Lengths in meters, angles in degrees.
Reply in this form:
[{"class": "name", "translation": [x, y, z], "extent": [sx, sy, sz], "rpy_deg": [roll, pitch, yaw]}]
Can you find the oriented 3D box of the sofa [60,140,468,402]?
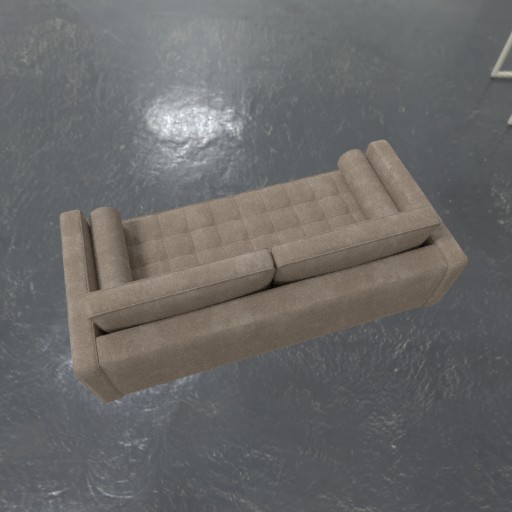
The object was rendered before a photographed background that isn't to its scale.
[{"class": "sofa", "translation": [0.000, 0.000, 2.342], "extent": [1.883, 0.769, 0.920], "rpy_deg": [-15, 58, -9]}]
